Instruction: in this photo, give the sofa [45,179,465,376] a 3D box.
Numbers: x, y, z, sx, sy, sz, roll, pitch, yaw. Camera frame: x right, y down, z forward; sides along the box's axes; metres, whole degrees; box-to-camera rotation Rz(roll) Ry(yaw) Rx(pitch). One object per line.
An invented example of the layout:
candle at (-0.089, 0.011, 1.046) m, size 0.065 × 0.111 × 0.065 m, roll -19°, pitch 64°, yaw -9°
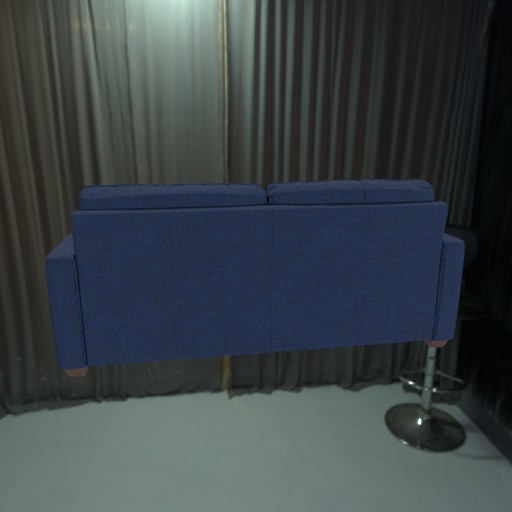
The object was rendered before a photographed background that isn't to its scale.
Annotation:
sofa at (0.000, 0.000, 2.575) m, size 2.080 × 0.919 × 0.940 m, roll -2°, pitch 15°, yaw -9°
